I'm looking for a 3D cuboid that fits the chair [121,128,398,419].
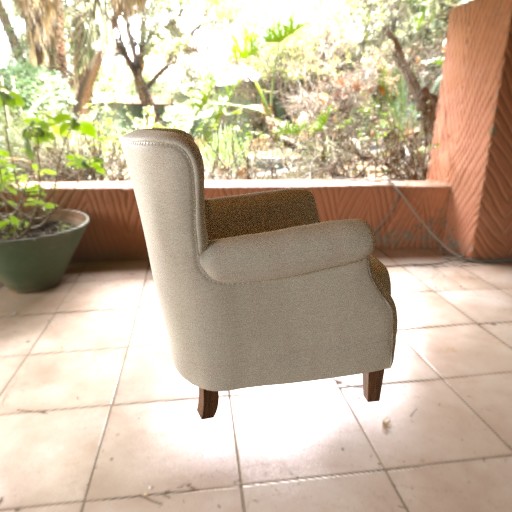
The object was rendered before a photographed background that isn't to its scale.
[{"bbox_3d":[0.000,0.000,1.695,0.921,0.936,0.861,-3,17,-8],"label":"chair"}]
